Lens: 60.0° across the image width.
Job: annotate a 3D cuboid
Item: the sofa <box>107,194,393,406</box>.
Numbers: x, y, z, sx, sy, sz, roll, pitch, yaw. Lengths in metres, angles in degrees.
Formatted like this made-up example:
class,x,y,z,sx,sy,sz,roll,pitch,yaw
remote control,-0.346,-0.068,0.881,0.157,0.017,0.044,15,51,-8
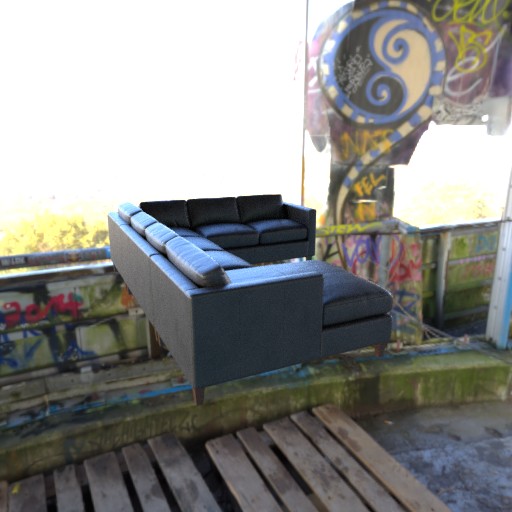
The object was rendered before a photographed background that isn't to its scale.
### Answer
class,x,y,z,sx,sy,sz,roll,pitch,yaw
sofa,0.000,0.000,4.564,2.452,0.891,3.324,-7,16,-25
